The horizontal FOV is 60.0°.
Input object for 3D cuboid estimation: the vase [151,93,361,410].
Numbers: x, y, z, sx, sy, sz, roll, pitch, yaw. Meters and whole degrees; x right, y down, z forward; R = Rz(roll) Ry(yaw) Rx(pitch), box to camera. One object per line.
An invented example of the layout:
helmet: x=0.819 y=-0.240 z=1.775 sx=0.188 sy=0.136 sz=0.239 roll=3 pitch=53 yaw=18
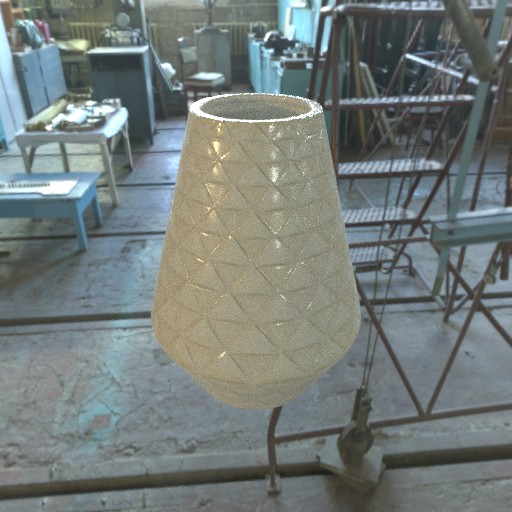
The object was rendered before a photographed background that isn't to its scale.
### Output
vase: x=0.000 y=0.000 z=0.352 sx=0.175 sy=0.230 sz=0.175 roll=0 pitch=31 yaw=0
